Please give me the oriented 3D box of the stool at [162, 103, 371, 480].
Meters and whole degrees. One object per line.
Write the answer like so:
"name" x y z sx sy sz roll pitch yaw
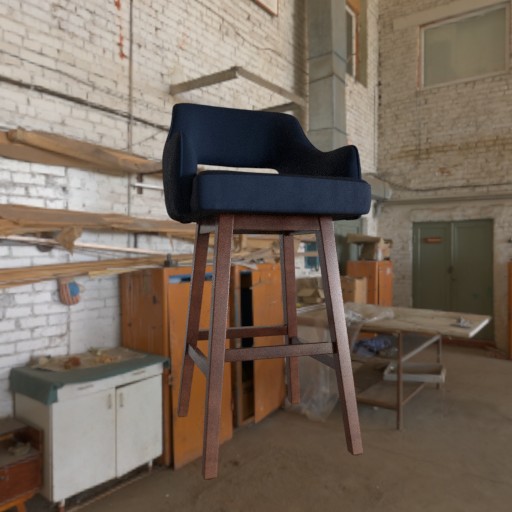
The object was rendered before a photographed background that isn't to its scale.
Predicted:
"stool" 0.000 0.000 1.333 0.550 1.041 0.560 0 1 -18
